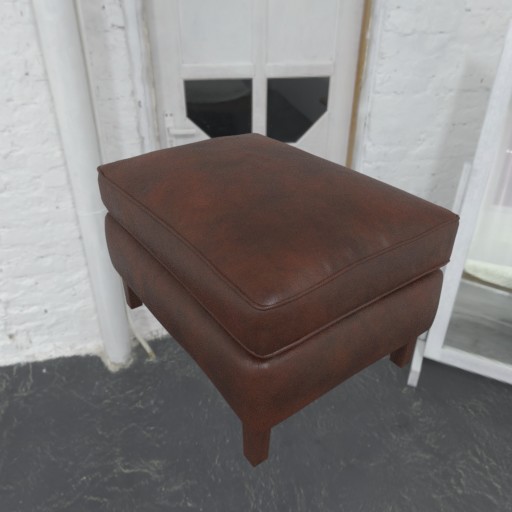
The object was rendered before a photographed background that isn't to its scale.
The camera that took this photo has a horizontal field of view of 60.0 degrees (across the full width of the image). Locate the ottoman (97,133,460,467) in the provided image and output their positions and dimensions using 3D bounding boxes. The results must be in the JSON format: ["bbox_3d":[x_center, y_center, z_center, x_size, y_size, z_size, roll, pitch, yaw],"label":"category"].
[{"bbox_3d":[0.000,0.000,0.992,0.501,0.432,0.665,-21,38,-30],"label":"ottoman"}]
